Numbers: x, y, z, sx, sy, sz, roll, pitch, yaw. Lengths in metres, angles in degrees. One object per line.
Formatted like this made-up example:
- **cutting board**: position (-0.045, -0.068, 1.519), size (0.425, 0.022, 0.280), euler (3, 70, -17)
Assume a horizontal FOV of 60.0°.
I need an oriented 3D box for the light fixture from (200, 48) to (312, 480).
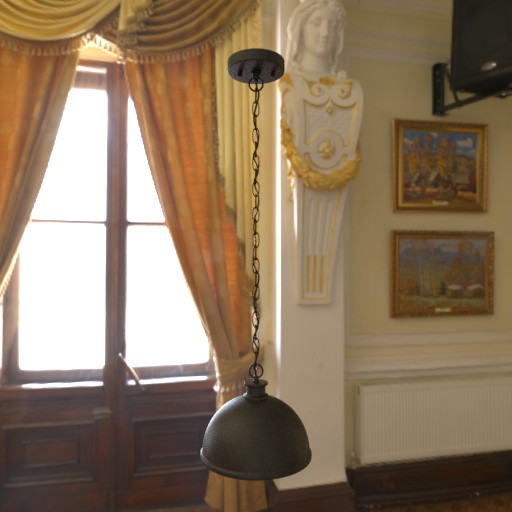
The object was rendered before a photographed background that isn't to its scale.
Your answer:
- **light fixture**: position (0.000, 0.000, 1.232), size (0.304, 1.090, 0.304), euler (0, -1, 0)
